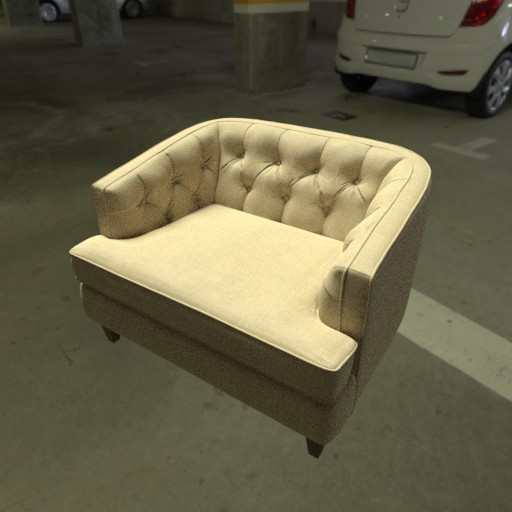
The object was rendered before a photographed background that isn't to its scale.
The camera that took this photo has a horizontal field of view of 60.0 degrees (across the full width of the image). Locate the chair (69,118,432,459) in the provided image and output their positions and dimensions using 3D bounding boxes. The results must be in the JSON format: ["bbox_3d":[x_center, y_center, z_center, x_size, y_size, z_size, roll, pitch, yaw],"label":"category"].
[{"bbox_3d":[0.000,0.000,1.723,1.118,0.787,0.914,19,37,28],"label":"chair"}]
